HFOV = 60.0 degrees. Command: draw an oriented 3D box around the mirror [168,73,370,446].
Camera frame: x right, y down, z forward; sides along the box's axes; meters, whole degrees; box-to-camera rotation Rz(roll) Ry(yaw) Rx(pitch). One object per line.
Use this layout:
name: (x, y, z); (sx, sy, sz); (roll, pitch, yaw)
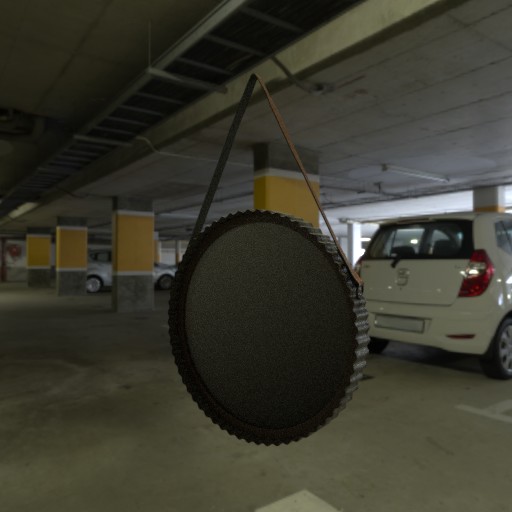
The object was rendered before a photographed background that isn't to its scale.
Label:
mirror: (0.000, 0.000, 0.692); (0.355, 0.568, 0.042); (0, -1, 36)
